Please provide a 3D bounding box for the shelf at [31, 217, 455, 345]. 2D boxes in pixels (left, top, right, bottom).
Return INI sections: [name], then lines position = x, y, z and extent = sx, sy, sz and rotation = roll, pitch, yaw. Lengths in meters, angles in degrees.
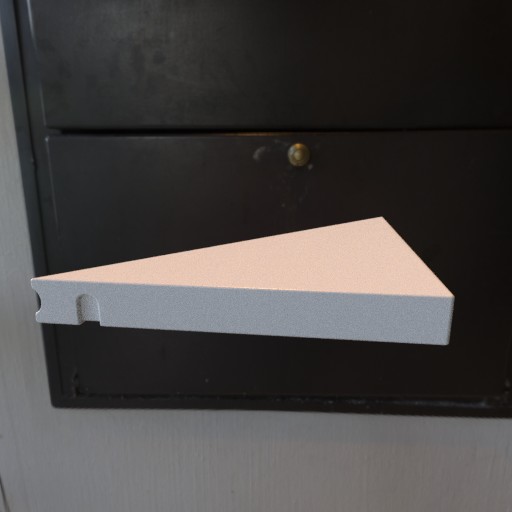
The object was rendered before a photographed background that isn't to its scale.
[shelf]
position = 0.000, 0.000, 0.449
extent = 0.296, 0.035, 0.296
rotation = 2, 15, 7
